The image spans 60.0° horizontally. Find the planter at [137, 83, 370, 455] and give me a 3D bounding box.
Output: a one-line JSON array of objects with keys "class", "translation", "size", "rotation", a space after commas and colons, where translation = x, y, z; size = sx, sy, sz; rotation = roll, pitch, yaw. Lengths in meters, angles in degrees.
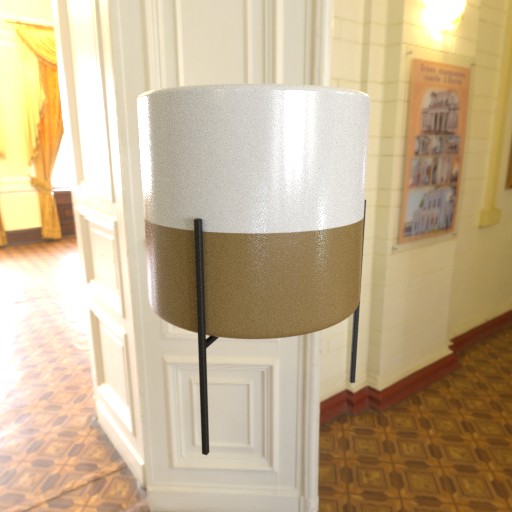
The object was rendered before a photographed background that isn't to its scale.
[{"class": "planter", "translation": [0.000, 0.000, 0.637], "size": [0.310, 0.432, 0.310], "rotation": [2, 14, 7]}]
